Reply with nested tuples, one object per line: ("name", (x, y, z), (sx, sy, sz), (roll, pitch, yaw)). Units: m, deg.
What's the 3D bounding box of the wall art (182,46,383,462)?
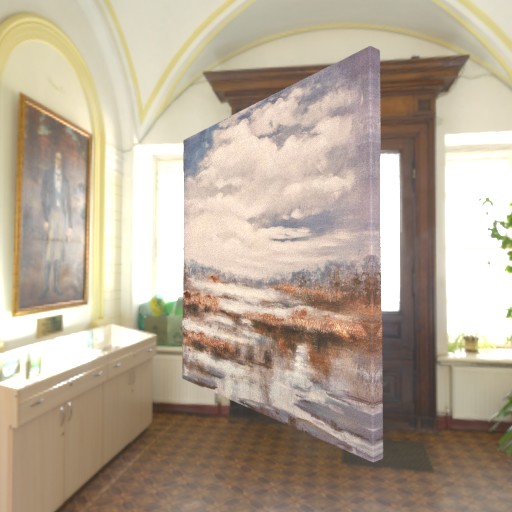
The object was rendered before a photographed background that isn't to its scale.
("wall art", (0.000, 0.000, 1.499), (0.040, 1.020, 1.010), (1, -2, -36))
